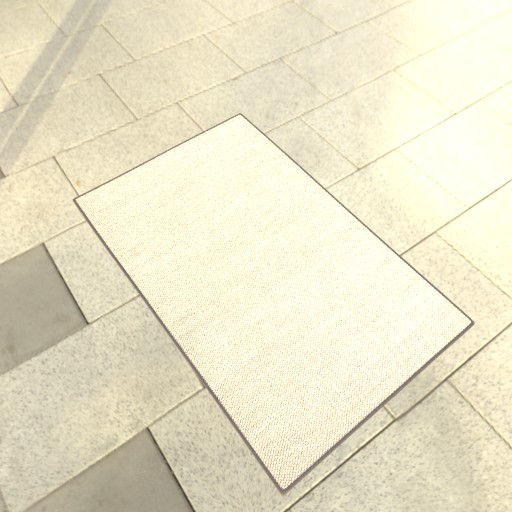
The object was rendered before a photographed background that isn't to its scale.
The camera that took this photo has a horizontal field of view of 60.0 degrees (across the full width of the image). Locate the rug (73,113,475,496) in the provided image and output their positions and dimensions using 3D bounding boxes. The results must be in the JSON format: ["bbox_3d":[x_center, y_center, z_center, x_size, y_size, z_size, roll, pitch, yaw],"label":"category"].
[{"bbox_3d":[0.000,0.000,2.061,1.067,0.013,1.676,-33,63,-19],"label":"rug"}]
